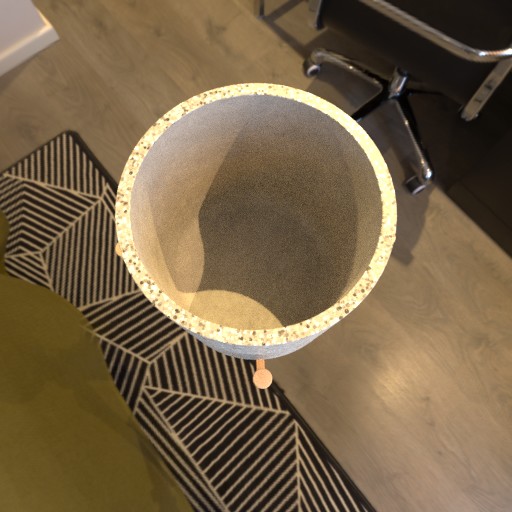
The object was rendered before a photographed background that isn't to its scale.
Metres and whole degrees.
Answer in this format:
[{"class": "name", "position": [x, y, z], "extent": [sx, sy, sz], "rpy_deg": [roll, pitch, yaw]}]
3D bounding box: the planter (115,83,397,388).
[{"class": "planter", "position": [0.000, 0.000, 0.679], "extent": [0.360, 0.419, 0.360], "rpy_deg": [19, 75, 5]}]
